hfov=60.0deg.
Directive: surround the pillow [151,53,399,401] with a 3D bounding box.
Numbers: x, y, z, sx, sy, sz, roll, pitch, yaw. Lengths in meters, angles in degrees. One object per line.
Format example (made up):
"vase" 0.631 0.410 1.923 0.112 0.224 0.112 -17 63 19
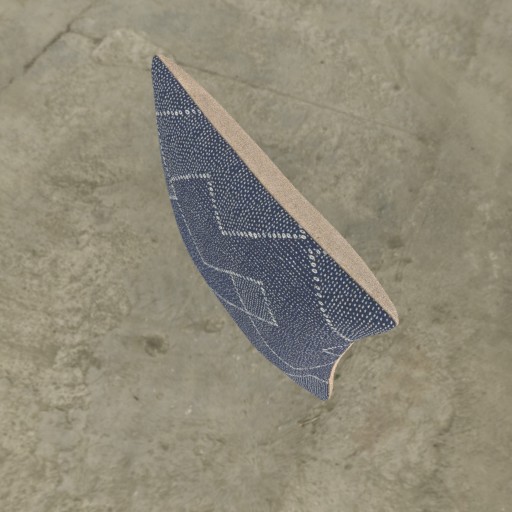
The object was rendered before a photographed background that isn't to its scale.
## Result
"pillow" 0.000 0.000 0.664 0.148 0.428 0.435 -33 69 -15
